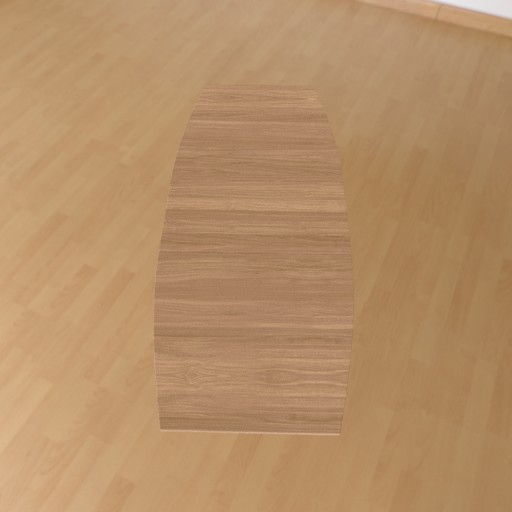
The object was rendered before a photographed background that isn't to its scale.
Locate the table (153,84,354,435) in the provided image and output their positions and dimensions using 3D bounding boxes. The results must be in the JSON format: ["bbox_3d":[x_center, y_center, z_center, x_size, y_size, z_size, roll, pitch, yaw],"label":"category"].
[{"bbox_3d":[0.000,0.000,2.503,0.900,0.750,2.032,1,57,1],"label":"table"}]
